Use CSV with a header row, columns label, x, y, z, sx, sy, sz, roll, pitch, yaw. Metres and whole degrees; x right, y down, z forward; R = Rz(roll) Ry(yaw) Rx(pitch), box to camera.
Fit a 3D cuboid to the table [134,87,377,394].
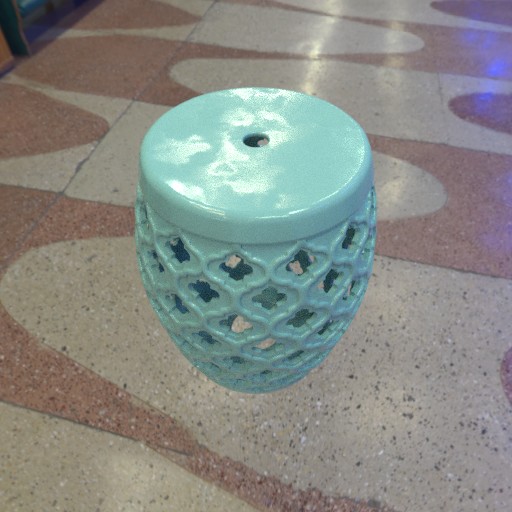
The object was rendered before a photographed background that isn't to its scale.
label,x,y,z,sx,sy,sz,roll,pitch,yaw
table,0.000,0.000,0.642,0.325,0.388,0.325,0,47,0
